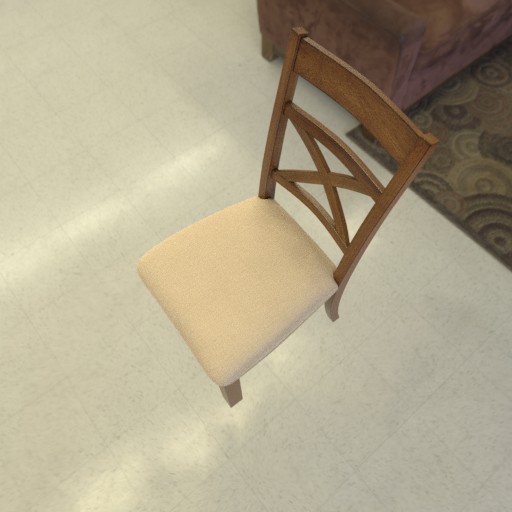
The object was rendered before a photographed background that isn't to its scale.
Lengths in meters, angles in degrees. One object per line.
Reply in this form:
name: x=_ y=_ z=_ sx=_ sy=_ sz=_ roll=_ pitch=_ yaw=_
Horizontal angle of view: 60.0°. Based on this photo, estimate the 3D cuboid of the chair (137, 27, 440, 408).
chair: x=0.000 y=0.000 z=1.239 sx=0.581 sy=0.949 sz=0.461 roll=-34 pitch=68 yaw=-16
